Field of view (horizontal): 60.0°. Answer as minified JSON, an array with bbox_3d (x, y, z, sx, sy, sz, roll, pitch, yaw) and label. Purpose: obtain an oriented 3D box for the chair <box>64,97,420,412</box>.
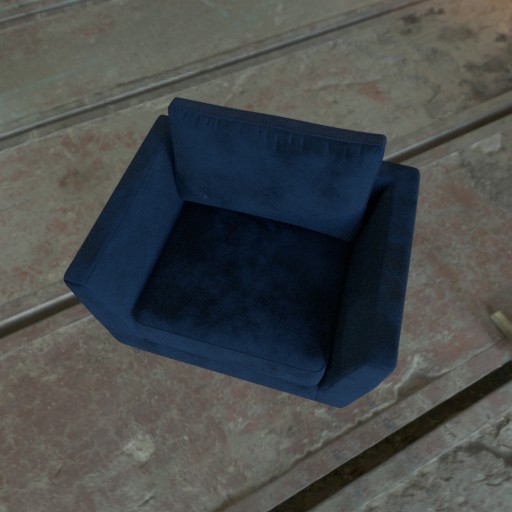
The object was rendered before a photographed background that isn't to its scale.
[{"bbox_3d":[0.000,0.000,1.590,0.977,0.893,0.746,14,60,8],"label":"chair"}]
